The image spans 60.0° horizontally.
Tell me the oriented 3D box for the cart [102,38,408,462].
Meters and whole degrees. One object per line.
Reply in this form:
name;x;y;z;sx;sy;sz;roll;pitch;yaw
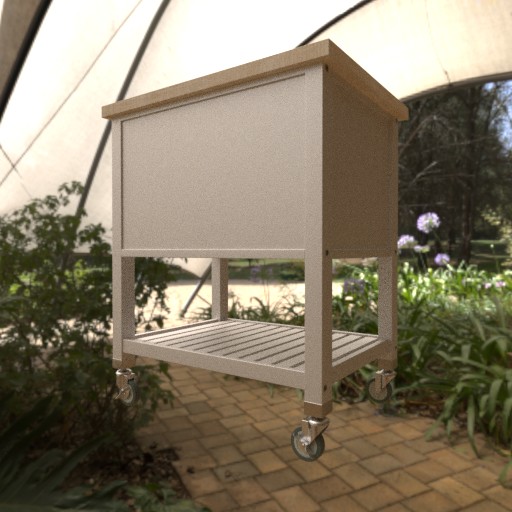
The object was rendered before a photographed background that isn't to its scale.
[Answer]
cart;0.000;0.000;1.370;0.762;0.914;0.559;1;1;35
